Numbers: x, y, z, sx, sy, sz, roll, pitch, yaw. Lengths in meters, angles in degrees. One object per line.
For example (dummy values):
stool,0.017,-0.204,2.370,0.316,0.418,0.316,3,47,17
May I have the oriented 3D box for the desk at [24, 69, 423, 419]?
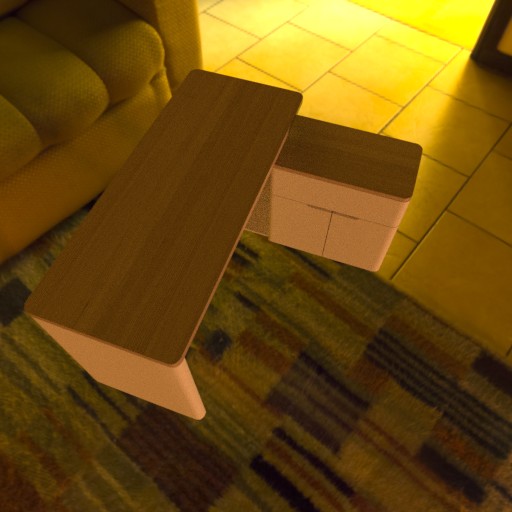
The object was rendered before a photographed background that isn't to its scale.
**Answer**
desk,0.000,0.000,2.052,1.175,0.770,1.400,17,59,11
